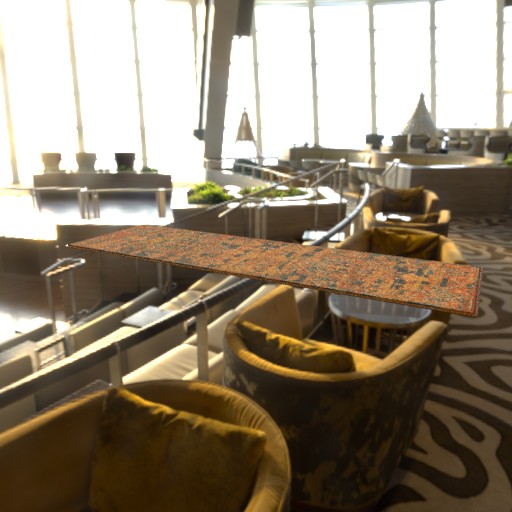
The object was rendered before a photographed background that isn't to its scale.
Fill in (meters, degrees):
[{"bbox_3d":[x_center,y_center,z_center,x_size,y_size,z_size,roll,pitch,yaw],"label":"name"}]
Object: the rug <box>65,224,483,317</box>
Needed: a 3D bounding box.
[{"bbox_3d":[0.000,0.000,1.993,1.820,0.013,0.556,8,18,27],"label":"rug"}]
